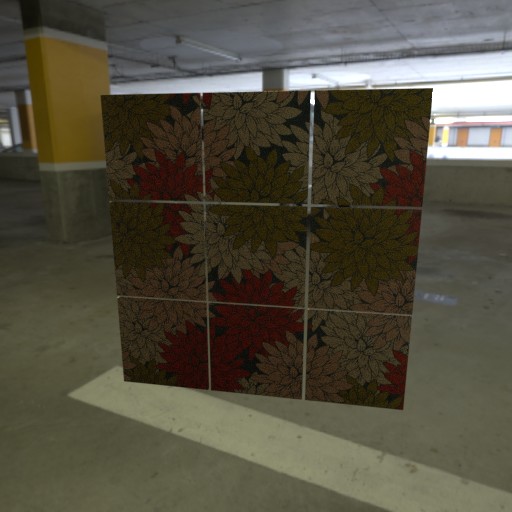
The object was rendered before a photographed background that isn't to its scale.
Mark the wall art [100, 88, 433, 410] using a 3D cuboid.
[{"bbox_3d":[0.000,0.000,1.307,0.904,0.913,0.013,3,15,10],"label":"wall art"}]
